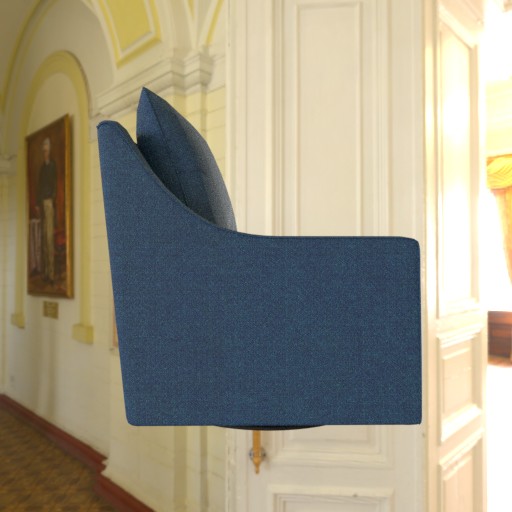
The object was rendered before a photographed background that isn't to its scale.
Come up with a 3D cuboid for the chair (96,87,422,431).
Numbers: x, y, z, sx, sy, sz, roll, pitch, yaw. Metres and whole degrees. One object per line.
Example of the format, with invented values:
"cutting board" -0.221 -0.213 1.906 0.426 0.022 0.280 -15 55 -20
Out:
"chair" 0.000 0.000 1.526 0.870 0.939 0.750 0 -1 -1
